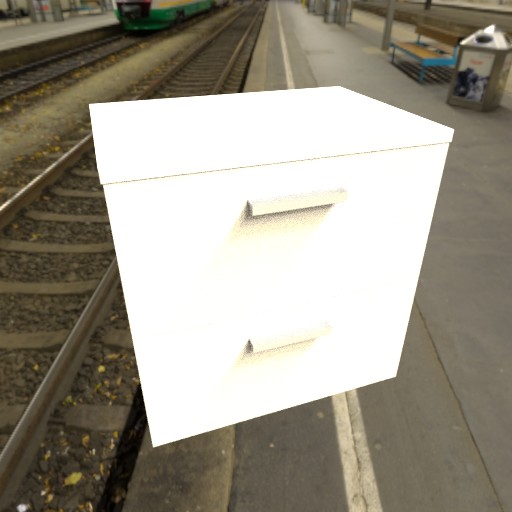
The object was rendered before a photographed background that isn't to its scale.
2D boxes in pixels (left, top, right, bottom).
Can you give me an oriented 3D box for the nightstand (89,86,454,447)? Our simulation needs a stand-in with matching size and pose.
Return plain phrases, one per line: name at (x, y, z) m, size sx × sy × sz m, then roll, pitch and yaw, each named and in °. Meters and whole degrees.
nightstand at (0.000, 0.000, 0.748) m, size 0.441 × 0.460 × 0.325 m, roll -10°, pitch 33°, yaw -16°
